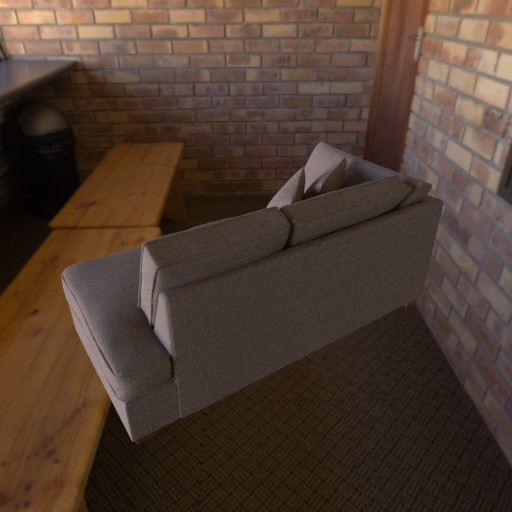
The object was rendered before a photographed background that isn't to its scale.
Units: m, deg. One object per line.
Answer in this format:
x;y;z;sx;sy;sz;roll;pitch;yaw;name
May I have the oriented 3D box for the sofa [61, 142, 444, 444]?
0.000;0.000;2.866;2.237;1.033;1.110;-19;35;-29;sofa
